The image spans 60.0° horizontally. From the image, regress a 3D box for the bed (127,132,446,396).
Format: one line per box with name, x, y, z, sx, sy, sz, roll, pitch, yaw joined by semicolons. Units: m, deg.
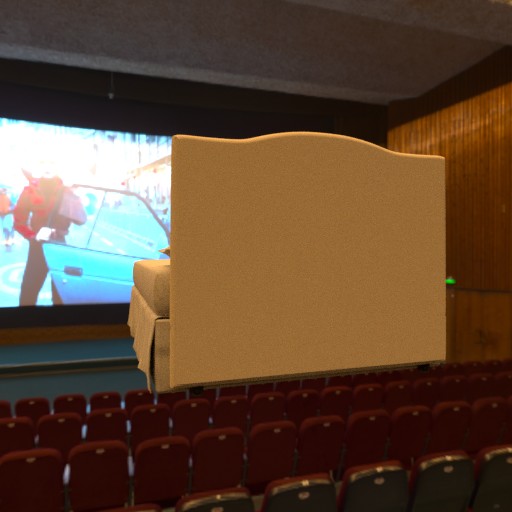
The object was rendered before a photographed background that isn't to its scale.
bed;0.000;0.000;3.683;1.977;1.437;2.477;0;1;-18
